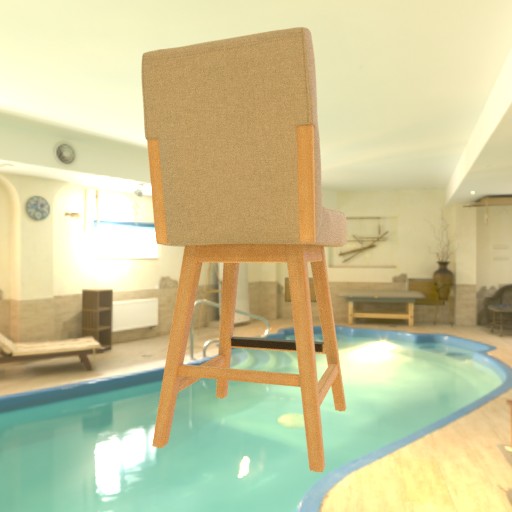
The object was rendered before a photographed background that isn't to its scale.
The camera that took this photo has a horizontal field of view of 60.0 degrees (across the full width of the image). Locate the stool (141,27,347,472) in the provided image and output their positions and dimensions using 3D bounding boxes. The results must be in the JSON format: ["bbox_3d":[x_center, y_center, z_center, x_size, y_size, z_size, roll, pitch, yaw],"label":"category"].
[{"bbox_3d":[0.000,0.000,1.371,0.507,1.085,0.606,0,0,18],"label":"stool"}]
